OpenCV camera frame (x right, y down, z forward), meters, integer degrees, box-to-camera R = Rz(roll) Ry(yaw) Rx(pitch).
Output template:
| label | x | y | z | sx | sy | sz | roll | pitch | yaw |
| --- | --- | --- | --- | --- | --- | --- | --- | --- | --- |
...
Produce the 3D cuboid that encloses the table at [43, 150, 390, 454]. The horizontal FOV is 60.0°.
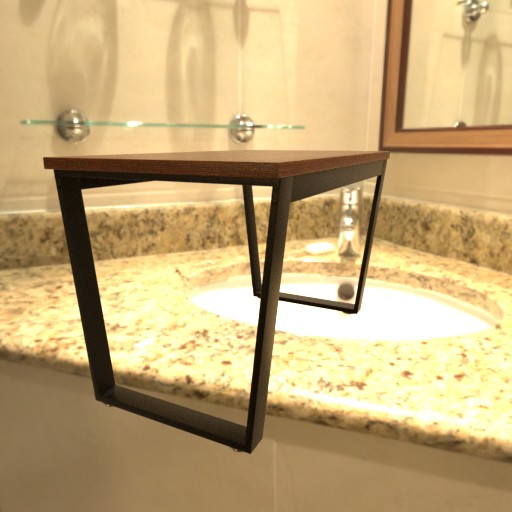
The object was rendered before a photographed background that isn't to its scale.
| label | x | y | z | sx | sy | sz | roll | pitch | yaw |
| --- | --- | --- | --- | --- | --- | --- | --- | --- | --- |
| table | 0.000 | 0.000 | 1.686 | 0.714 | 0.760 | 1.205 | 7 | 16 | 26 |
